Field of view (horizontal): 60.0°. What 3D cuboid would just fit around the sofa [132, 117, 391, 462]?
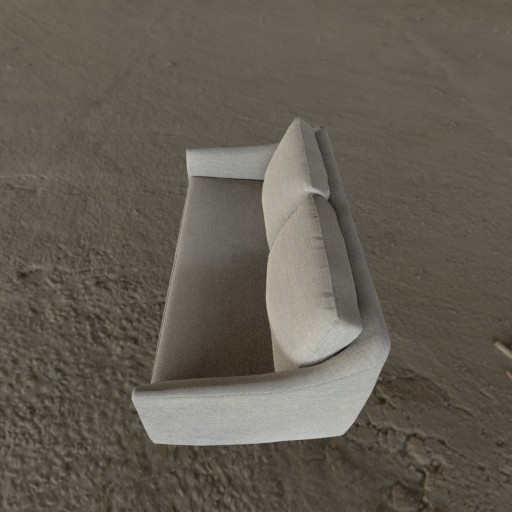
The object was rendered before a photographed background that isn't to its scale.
[{"bbox_3d":[0.000,0.000,2.541,0.980,0.913,2.036,0,41,-1],"label":"sofa"}]
